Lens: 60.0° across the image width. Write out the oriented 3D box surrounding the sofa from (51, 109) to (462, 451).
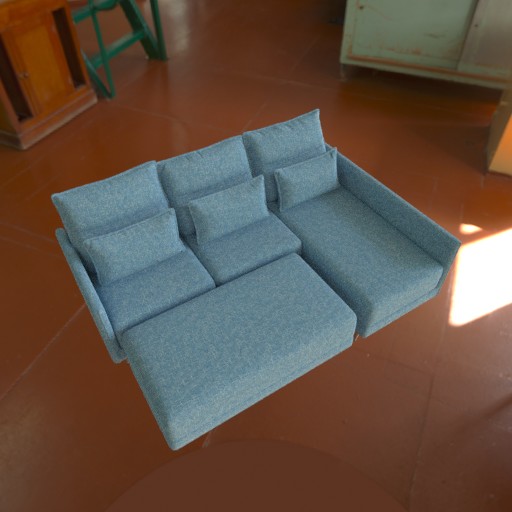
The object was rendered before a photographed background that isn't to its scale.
[{"bbox_3d":[0.000,0.000,2.791,2.034,0.899,1.420,-24,51,-22],"label":"sofa"}]
